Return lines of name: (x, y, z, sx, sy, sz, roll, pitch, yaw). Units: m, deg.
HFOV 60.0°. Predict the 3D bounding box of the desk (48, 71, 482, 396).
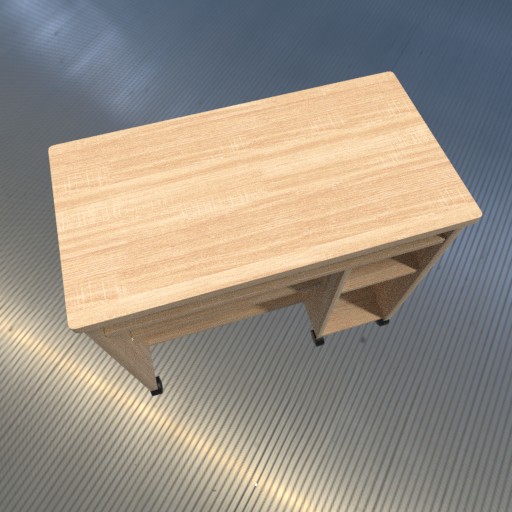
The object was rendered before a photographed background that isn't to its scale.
desk: (0.000, 0.000, 1.343, 0.884, 0.770, 0.480, -15, 64, -8)
